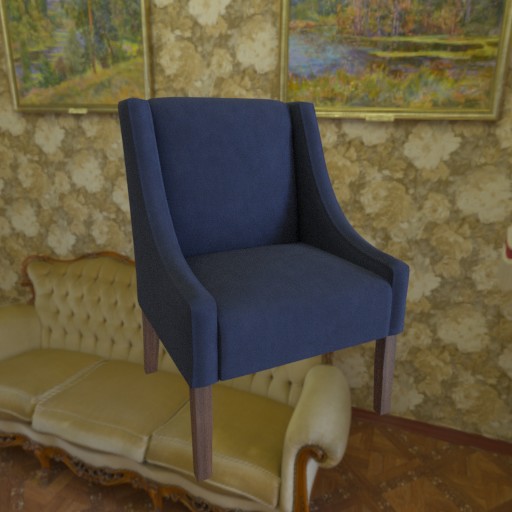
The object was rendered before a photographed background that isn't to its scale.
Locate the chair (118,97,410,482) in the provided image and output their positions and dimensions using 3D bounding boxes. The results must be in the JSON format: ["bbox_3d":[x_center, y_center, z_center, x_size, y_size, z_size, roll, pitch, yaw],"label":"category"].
[{"bbox_3d":[0.000,0.000,1.301,0.629,0.895,0.629,-8,19,-25],"label":"chair"}]
